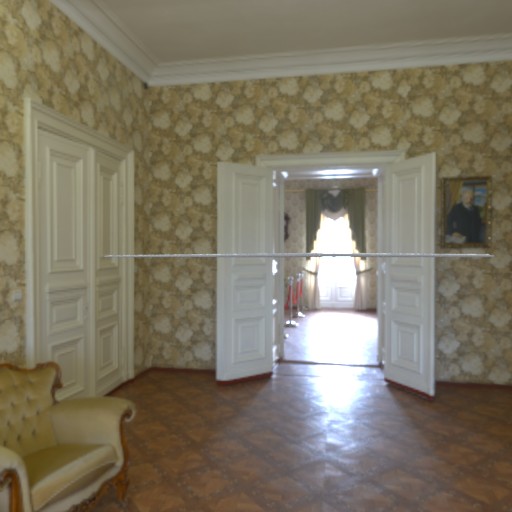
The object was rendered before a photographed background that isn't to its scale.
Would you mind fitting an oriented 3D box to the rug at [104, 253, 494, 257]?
[{"bbox_3d":[0.000,0.000,1.436,0.604,0.007,1.219,0,0,-36],"label":"rug"}]
